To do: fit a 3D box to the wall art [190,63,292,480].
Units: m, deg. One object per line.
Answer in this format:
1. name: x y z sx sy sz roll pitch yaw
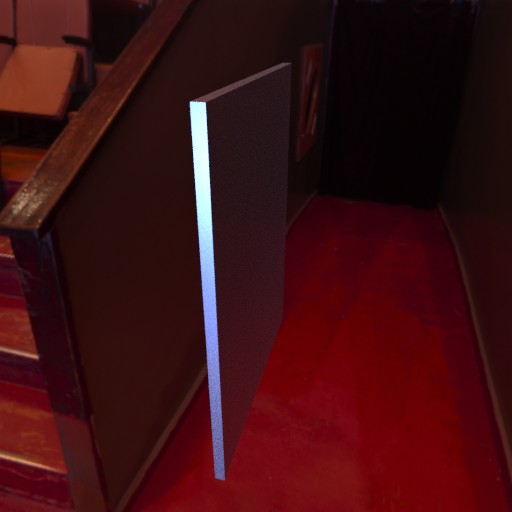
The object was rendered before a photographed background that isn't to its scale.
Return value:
1. wall art: 0.000 0.000 1.386 0.030 1.046 0.816 7 29 13
